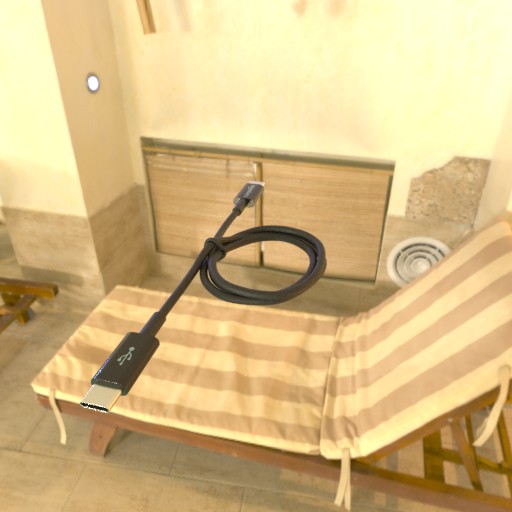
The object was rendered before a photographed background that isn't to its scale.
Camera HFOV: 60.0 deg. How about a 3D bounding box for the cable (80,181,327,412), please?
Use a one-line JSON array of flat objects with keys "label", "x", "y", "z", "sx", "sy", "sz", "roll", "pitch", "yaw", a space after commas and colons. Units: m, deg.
[{"label": "cable", "x": 0.000, "y": 0.000, "z": 0.222, "sx": 0.070, "sy": 0.014, "sz": 0.203, "roll": 8, "pitch": 32, "yaw": 13}]
